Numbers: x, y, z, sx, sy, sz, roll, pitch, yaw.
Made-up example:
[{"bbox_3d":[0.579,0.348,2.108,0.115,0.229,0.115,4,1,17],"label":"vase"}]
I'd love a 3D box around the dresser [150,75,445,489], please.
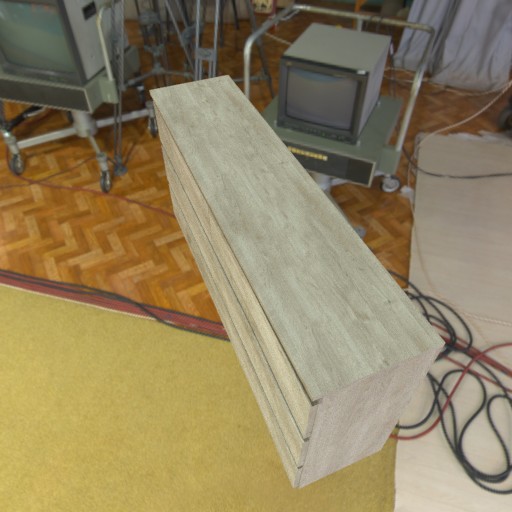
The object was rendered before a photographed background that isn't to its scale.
[{"bbox_3d":[0.000,0.000,1.868,0.390,0.795,1.590,-18,50,-15],"label":"dresser"}]
